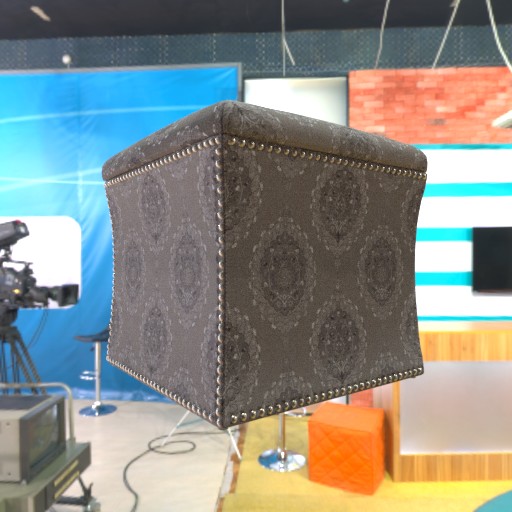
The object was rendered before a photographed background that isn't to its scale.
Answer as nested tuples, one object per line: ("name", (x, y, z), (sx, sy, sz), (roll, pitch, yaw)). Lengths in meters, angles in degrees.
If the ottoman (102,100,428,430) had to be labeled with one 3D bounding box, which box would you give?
("ottoman", (0.000, 0.000, 0.912), (0.497, 0.473, 0.507), (0, 0, -36))
